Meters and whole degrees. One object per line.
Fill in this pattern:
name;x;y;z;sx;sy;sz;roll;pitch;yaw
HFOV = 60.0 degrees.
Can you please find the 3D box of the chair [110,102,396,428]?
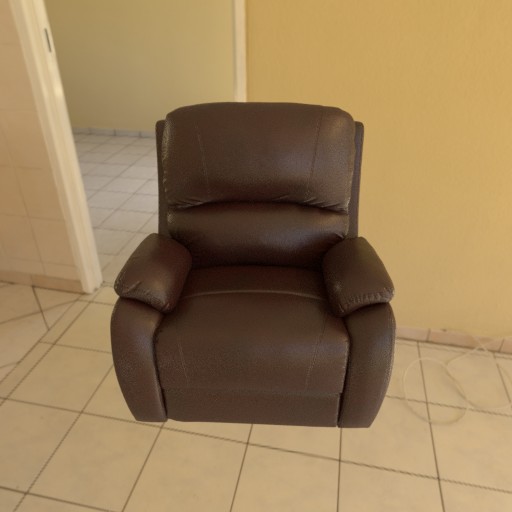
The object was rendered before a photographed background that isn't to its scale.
chair;0.000;0.000;1.704;0.930;1.011;0.899;1;31;2
